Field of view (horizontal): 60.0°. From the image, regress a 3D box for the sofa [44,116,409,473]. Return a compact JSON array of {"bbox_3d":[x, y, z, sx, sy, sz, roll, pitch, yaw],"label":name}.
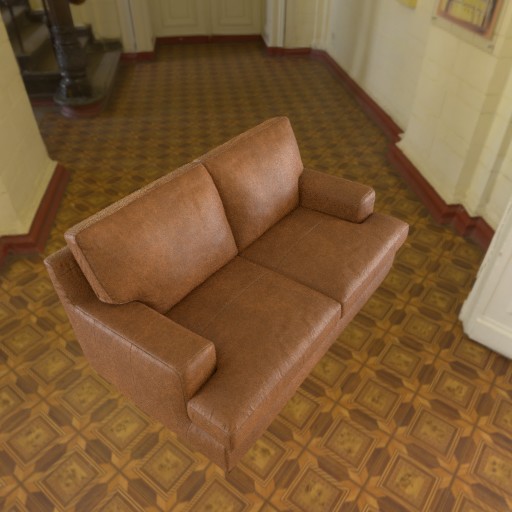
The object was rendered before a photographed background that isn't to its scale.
[{"bbox_3d":[0.000,0.000,2.524,1.144,0.966,1.880,26,46,28],"label":"sofa"}]
